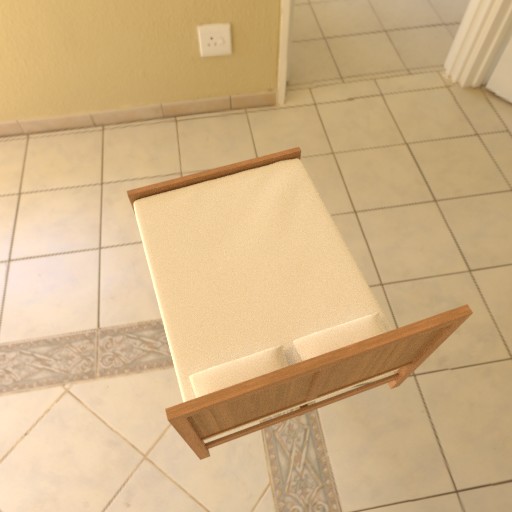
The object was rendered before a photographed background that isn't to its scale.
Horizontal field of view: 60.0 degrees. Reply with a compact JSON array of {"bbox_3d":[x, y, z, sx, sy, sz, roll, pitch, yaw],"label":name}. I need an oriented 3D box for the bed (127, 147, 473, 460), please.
[{"bbox_3d":[0.000,0.000,3.273,1.606,1.387,2.184,-17,60,-10],"label":"bed"}]
